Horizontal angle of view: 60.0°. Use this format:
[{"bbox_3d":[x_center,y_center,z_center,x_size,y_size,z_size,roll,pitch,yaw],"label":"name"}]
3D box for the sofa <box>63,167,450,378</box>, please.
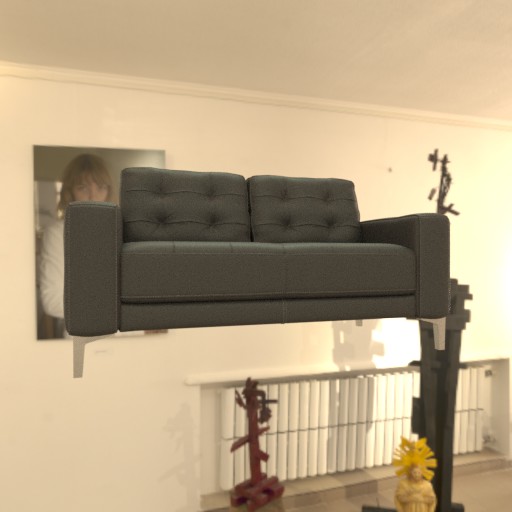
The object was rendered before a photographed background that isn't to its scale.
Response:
[{"bbox_3d":[0.000,0.000,2.234,1.726,0.893,0.833,0,0,-18],"label":"sofa"}]
